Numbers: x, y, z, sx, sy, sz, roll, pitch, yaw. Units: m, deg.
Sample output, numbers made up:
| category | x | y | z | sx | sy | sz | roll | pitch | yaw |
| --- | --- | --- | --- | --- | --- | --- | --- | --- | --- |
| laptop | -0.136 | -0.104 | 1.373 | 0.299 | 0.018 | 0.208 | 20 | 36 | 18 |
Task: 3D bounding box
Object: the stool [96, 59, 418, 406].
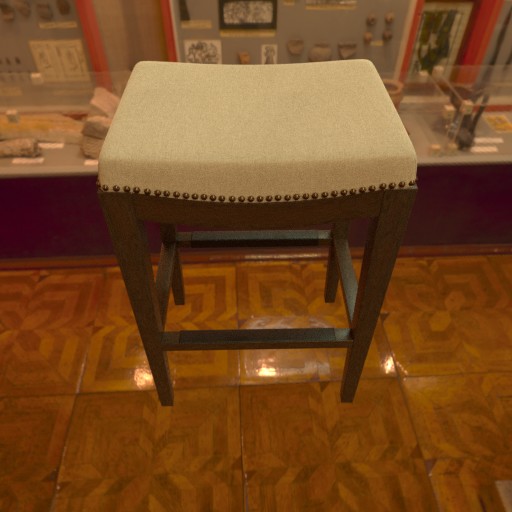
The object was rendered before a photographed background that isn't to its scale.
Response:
| category | x | y | z | sx | sy | sz | roll | pitch | yaw |
| --- | --- | --- | --- | --- | --- | --- | --- | --- | --- |
| stool | 0.000 | 0.000 | 1.010 | 0.498 | 0.759 | 0.358 | -1 | 46 | -1 |
